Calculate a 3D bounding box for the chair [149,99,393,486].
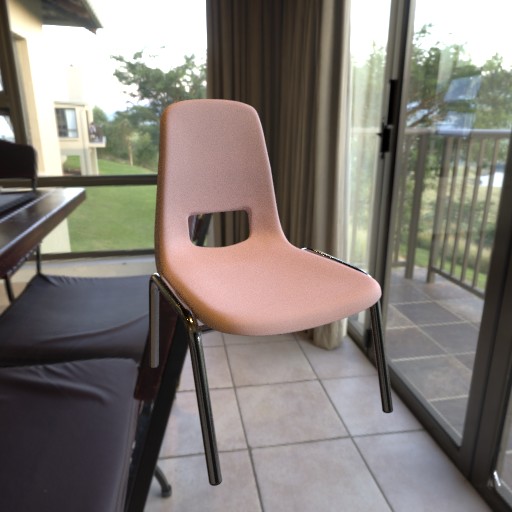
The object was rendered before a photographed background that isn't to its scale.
[{"bbox_3d":[0.000,0.000,0.788,0.354,0.536,0.385,-9,20,-27],"label":"chair"}]
